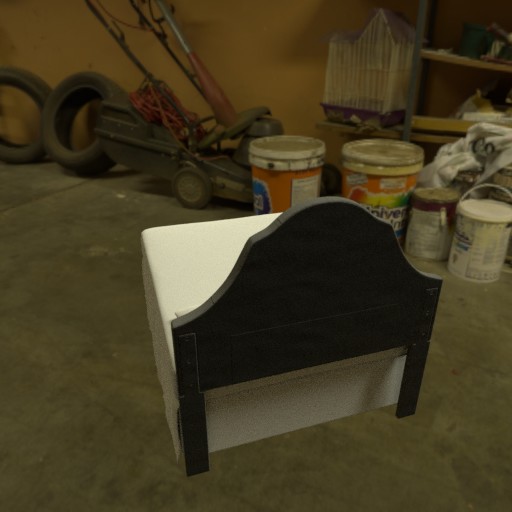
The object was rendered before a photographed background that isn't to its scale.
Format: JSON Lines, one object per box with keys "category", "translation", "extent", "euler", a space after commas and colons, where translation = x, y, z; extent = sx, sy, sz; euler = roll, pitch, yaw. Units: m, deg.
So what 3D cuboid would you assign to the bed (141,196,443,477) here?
{"category": "bed", "translation": [0.000, 0.000, 3.306], "extent": [1.636, 1.575, 2.155], "euler": [-8, 27, -16]}
